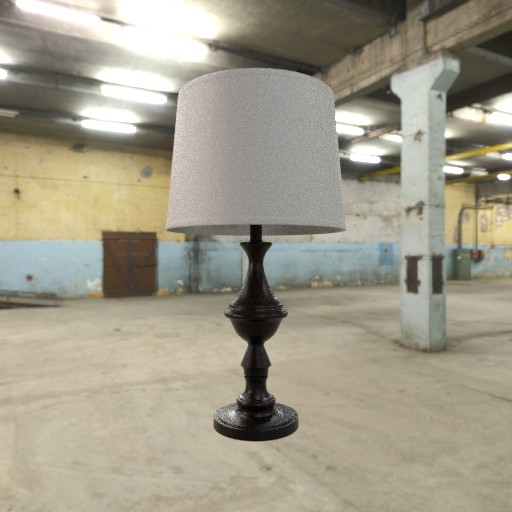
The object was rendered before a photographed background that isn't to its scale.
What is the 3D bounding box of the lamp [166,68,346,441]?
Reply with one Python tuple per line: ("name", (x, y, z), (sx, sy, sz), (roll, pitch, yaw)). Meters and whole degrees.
("lamp", (0.000, 0.000, 0.959), (0.383, 0.726, 0.383), (0, 0, 0))
